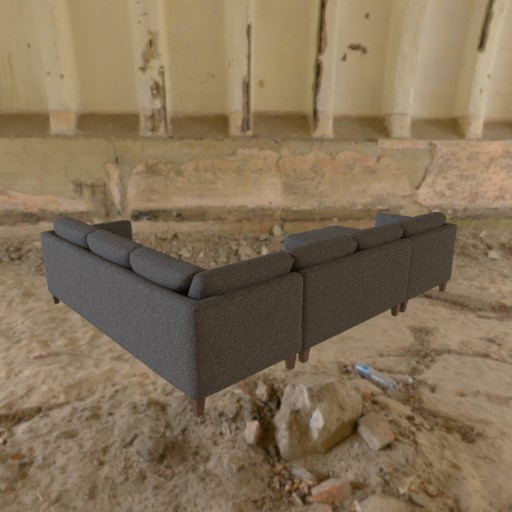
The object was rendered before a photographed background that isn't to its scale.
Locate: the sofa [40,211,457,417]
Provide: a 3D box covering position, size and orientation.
[{"bbox_3d":[0.000,0.000,4.364,3.238,0.853,2.551,-14,21,-40],"label":"sofa"}]
